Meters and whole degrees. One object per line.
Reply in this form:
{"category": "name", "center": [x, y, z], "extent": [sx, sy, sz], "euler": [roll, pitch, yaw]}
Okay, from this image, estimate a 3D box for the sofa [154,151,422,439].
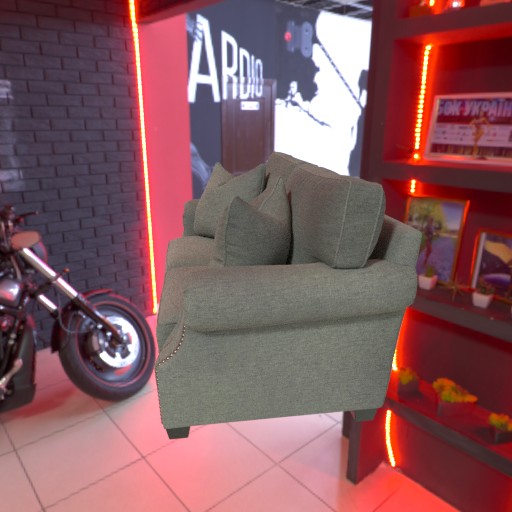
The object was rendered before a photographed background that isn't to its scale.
{"category": "sofa", "center": [0.000, 0.000, 2.298], "extent": [0.966, 0.966, 1.701], "euler": [-3, 17, -8]}
